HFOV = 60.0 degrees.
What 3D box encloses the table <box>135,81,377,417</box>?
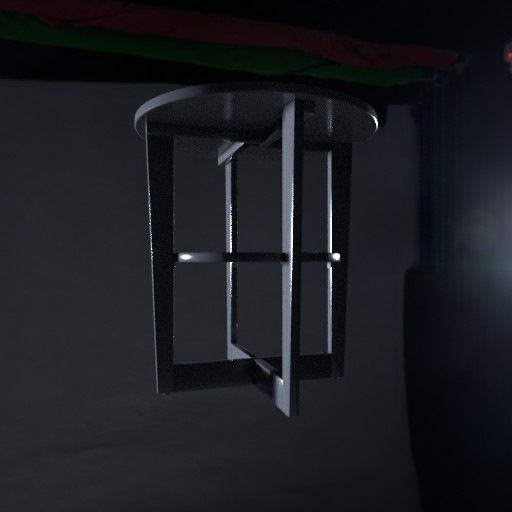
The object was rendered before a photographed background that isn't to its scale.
[{"bbox_3d":[0.000,0.000,0.945,0.500,0.550,0.500,0,0,0],"label":"table"}]
